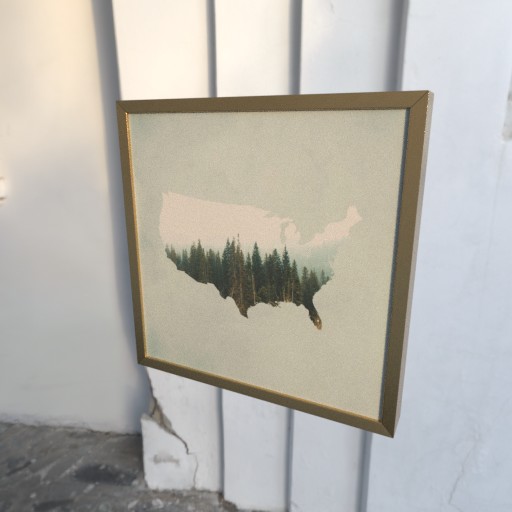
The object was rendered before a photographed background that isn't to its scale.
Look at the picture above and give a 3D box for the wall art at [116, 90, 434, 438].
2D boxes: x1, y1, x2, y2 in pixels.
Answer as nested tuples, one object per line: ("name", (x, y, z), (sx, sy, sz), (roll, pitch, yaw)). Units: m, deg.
("wall art", (0.000, 0.000, 0.451), (0.304, 0.304, 0.038), (8, 18, 25))
